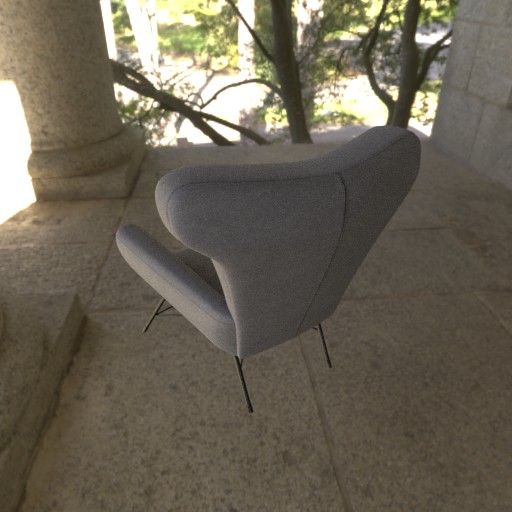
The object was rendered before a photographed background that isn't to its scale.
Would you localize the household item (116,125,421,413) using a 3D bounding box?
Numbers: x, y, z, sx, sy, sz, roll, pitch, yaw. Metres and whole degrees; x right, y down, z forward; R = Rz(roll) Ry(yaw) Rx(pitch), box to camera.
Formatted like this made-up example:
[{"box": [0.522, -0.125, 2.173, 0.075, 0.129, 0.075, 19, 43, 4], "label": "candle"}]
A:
[{"box": [0.000, 0.000, 1.821, 0.980, 1.050, 0.900, -20, 36, -29], "label": "household item"}]
